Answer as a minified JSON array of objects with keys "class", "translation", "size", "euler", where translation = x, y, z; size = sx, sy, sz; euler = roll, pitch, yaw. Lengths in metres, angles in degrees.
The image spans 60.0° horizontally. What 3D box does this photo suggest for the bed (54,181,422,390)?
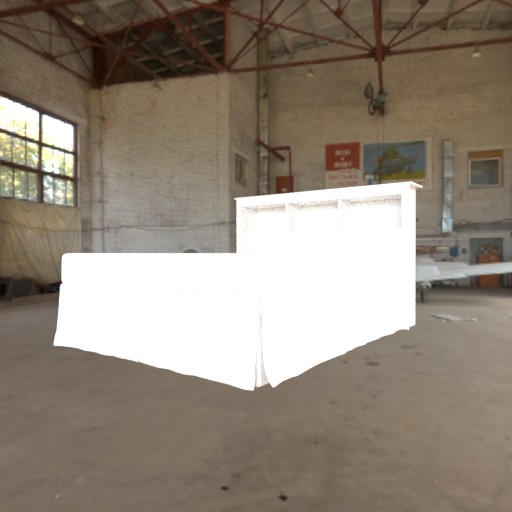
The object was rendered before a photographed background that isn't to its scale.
[{"class":"bed","translation":[0.000,0.000,3.114],"size":[1.671,1.092,2.133],"euler":[0,0,36]}]
